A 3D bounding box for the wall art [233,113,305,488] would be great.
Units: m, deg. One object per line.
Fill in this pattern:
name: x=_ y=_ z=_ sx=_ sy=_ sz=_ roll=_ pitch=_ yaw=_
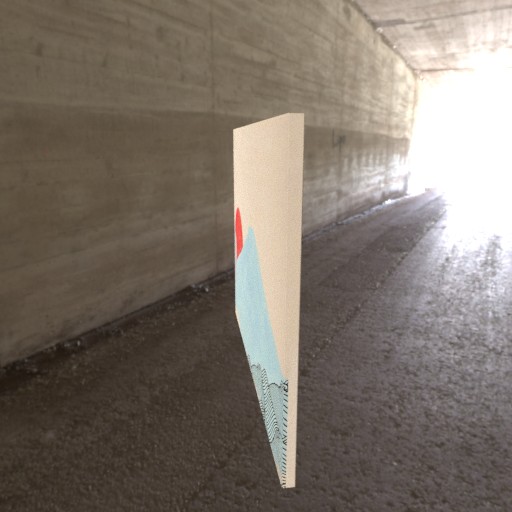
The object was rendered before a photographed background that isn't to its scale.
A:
wall art: x=0.000 y=0.000 z=1.602 sx=0.042 sy=0.912 sz=1.219 roll=-2 pitch=15 yaw=-8
